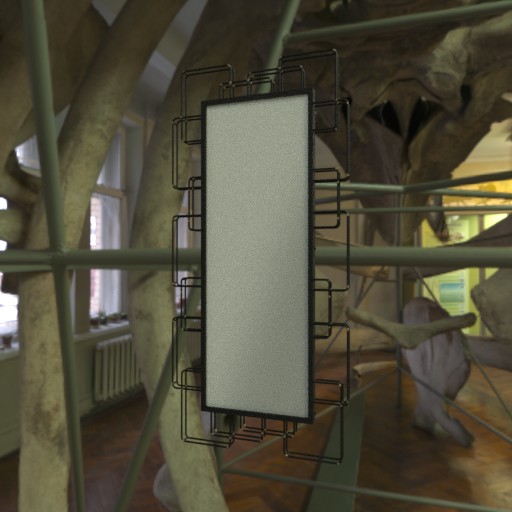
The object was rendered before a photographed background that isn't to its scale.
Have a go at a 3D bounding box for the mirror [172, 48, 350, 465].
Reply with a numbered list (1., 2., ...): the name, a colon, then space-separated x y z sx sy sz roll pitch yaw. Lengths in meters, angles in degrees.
1. mirror: 0.000 0.000 1.362 0.565 1.192 0.037 0 0 19
